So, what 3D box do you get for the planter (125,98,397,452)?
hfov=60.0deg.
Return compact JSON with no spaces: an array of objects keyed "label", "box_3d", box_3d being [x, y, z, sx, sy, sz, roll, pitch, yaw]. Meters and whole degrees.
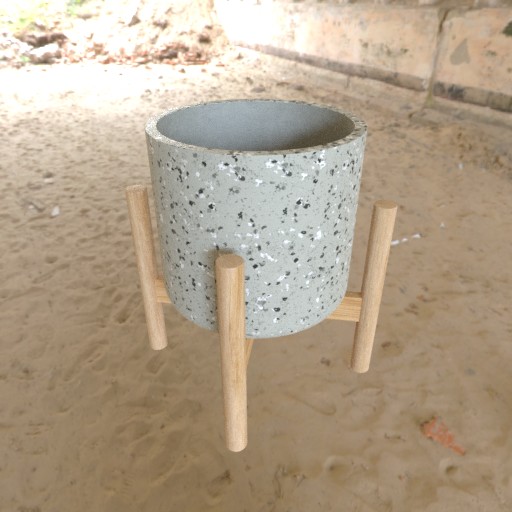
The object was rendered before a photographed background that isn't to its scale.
[{"label":"planter","box_3d":[0.000,0.000,0.534,0.284,0.320,0.284,17,35,27]}]
